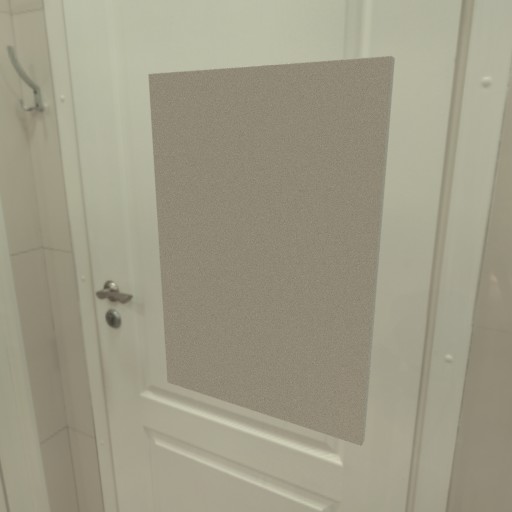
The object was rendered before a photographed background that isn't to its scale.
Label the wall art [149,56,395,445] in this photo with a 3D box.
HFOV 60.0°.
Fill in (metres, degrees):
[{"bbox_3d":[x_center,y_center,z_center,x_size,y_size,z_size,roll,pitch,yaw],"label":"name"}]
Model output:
[{"bbox_3d":[0.000,0.000,1.493,0.808,1.183,0.038,8,18,27],"label":"wall art"}]
